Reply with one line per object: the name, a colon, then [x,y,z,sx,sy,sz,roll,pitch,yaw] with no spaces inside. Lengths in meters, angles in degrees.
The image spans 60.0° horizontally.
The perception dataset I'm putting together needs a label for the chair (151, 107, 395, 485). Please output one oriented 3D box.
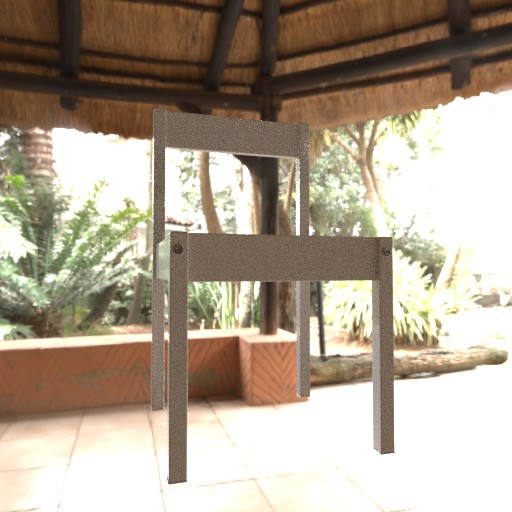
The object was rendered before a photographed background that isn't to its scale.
chair: [0.000,0.000,0.662,0.285,0.505,0.285,1,-2,-17]
